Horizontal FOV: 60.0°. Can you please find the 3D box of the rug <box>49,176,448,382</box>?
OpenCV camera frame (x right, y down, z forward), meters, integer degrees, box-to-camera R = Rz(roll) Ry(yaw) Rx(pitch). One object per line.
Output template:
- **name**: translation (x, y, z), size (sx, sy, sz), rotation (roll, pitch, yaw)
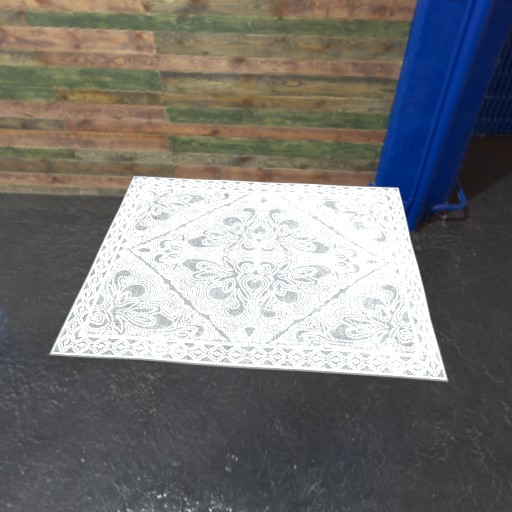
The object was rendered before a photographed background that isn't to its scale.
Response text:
- **rug**: translation (0.000, 0.000, 4.202), size (3.048, 0.012, 2.438), rotation (3, 45, 3)
